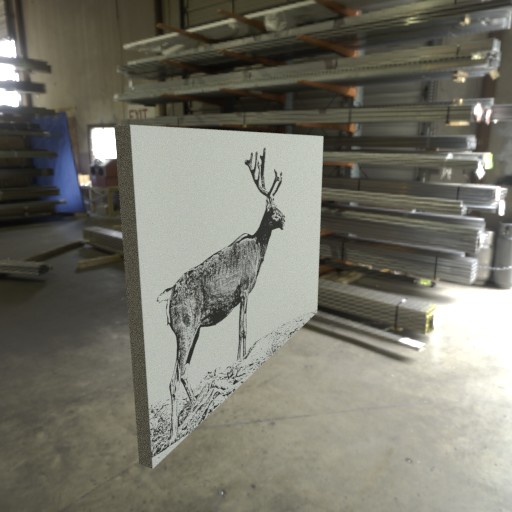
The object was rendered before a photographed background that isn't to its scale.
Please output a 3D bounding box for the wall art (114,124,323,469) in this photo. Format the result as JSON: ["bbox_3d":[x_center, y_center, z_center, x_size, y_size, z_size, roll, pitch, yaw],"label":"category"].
[{"bbox_3d":[0.000,0.000,1.151,0.033,0.617,0.906,7,16,26],"label":"wall art"}]
